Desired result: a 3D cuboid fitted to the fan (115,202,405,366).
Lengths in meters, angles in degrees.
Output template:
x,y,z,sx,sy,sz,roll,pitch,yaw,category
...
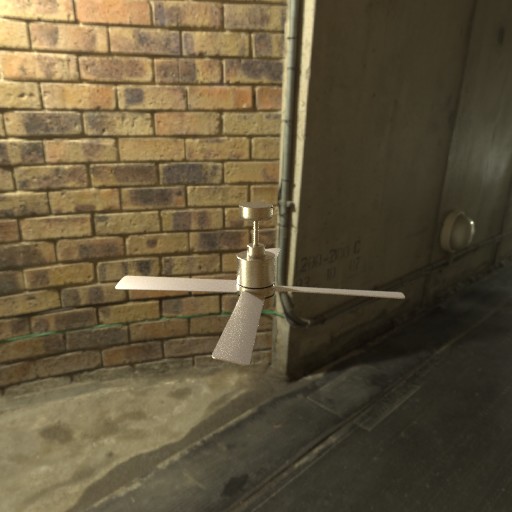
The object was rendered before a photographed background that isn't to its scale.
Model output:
x,y,z,sx,sy,sz,roll,pitch,yaw,category
0.000,0.000,2.313,1.525,0.539,1.525,2,17,8,fan
